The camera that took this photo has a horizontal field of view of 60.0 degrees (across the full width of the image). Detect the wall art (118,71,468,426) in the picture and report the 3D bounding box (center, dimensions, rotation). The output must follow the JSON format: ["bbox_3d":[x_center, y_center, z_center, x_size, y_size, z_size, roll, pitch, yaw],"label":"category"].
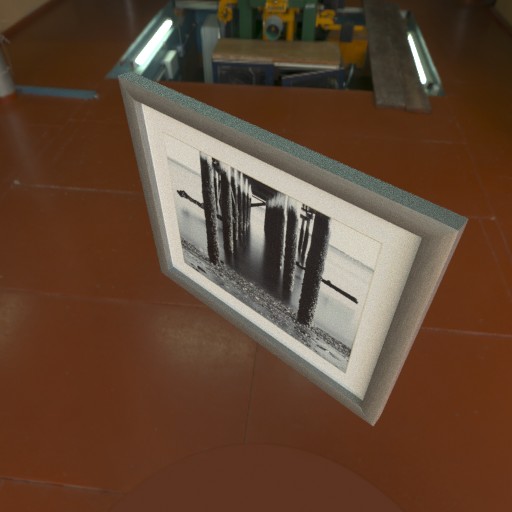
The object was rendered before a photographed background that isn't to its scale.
[{"bbox_3d":[0.000,0.000,0.739,0.556,0.457,0.028,32,53,27],"label":"wall art"}]
